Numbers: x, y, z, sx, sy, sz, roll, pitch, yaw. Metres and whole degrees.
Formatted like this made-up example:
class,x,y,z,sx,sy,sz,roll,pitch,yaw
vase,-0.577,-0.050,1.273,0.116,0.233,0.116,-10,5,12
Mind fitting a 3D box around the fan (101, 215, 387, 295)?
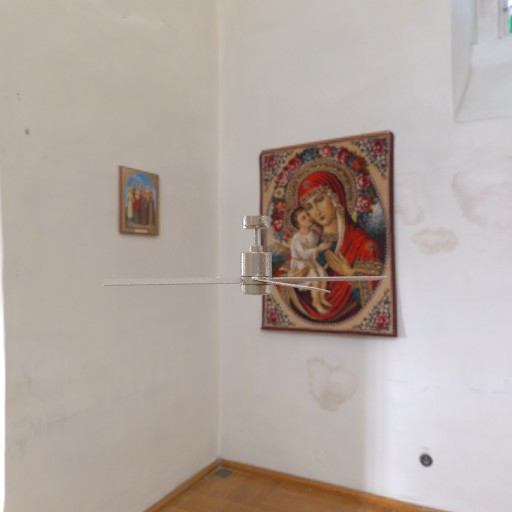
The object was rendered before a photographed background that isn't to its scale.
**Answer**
class,x,y,z,sx,sy,sz,roll,pitch,yaw
fan,0.000,0.000,2.008,1.322,0.355,1.322,0,0,-17
